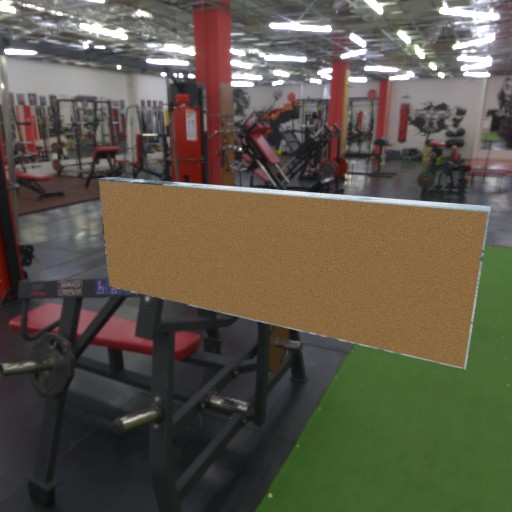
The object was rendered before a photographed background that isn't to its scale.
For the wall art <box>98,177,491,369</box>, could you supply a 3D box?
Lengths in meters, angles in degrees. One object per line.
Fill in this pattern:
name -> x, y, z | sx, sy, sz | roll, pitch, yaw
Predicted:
wall art -> 0.000, 0.000, 0.839 | 0.759, 0.251, 0.037 | 9, 19, 27
